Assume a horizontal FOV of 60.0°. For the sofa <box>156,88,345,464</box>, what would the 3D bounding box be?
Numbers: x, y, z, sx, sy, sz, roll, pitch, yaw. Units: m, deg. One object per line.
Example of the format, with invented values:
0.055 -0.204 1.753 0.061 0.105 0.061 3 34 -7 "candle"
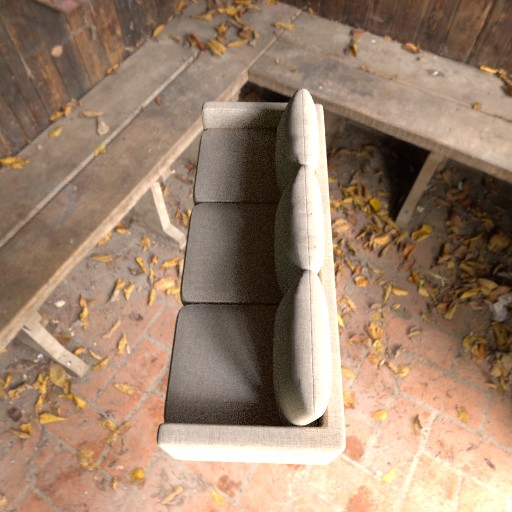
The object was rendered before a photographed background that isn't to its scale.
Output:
0.000 0.000 2.682 0.859 0.874 2.218 2 59 1 "sofa"
